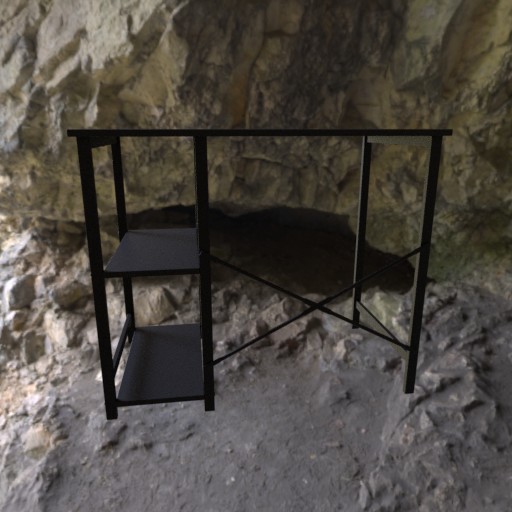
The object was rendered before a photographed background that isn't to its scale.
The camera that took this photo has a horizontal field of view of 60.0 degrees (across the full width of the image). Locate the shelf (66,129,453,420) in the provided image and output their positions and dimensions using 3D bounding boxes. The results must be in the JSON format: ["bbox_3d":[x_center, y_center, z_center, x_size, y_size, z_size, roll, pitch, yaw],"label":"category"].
[{"bbox_3d":[0.000,0.000,1.361,0.902,0.749,0.498,-2,16,-8],"label":"shelf"}]
